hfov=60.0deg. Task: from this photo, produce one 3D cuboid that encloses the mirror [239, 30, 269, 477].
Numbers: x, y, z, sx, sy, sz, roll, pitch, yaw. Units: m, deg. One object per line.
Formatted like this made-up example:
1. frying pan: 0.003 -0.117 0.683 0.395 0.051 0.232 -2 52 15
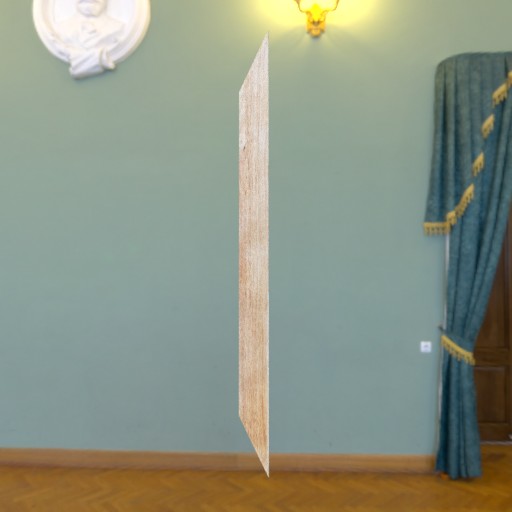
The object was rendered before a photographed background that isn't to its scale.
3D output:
1. mirror: 0.000 0.000 0.969 0.047 0.651 0.651 0 -1 1
